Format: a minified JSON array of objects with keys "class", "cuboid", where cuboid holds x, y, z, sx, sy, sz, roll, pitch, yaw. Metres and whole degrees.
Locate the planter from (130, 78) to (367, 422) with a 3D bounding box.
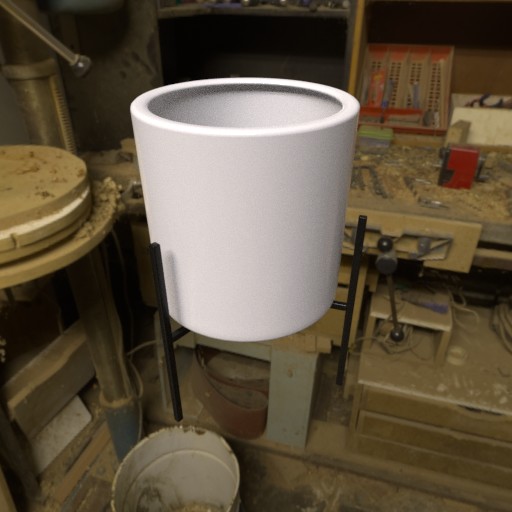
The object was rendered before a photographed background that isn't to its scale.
[{"class":"planter","cuboid":[0.000,0.000,0.520,0.239,0.356,0.239,10,33,15]}]
